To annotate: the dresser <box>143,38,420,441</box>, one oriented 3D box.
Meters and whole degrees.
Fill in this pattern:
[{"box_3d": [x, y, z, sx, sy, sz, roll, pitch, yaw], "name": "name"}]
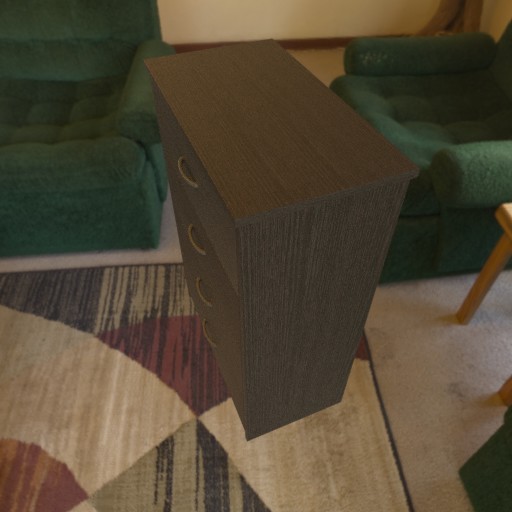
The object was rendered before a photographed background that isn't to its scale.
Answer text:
[{"box_3d": [0.000, 0.000, 1.402, 0.399, 1.020, 0.704, -17, 49, -15], "name": "dresser"}]
